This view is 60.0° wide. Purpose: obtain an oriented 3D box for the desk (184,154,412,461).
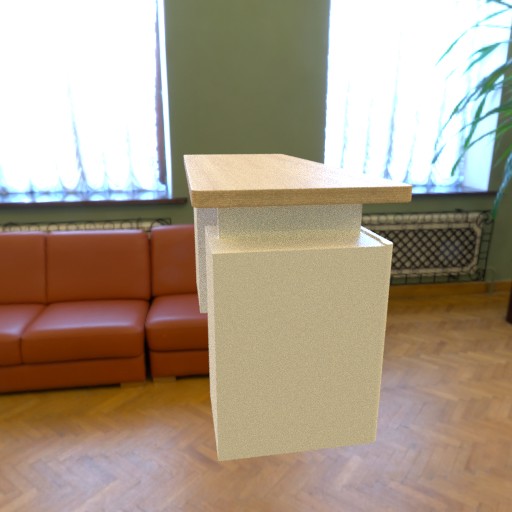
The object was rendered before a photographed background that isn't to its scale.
[{"bbox_3d":[0.000,0.000,1.862,0.550,0.755,1.500,-3,16,-9],"label":"desk"}]
